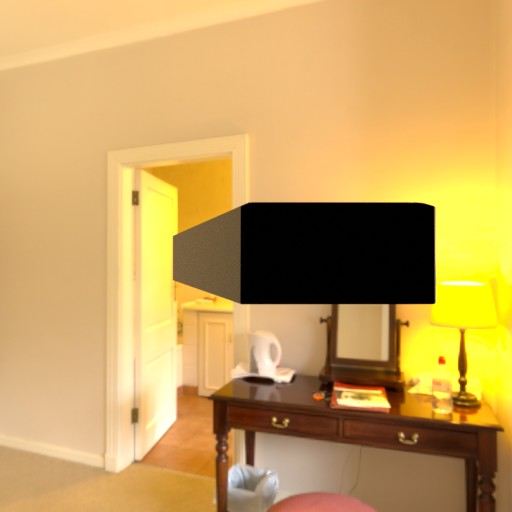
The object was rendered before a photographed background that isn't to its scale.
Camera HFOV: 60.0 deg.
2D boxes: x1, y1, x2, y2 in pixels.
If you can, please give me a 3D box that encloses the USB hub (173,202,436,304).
[{"bbox_3d":[0.000,0.000,0.163,0.044,0.023,0.145,0,-1,-17],"label":"USB hub"}]
